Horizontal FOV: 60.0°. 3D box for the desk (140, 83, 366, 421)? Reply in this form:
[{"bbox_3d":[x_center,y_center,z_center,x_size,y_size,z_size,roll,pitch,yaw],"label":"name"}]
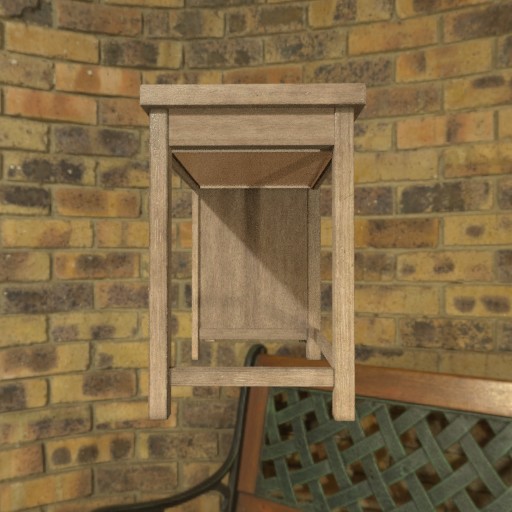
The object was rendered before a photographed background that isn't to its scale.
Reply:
[{"bbox_3d":[0.000,0.000,1.829,0.610,0.912,1.289,0,-1,1],"label":"desk"}]
